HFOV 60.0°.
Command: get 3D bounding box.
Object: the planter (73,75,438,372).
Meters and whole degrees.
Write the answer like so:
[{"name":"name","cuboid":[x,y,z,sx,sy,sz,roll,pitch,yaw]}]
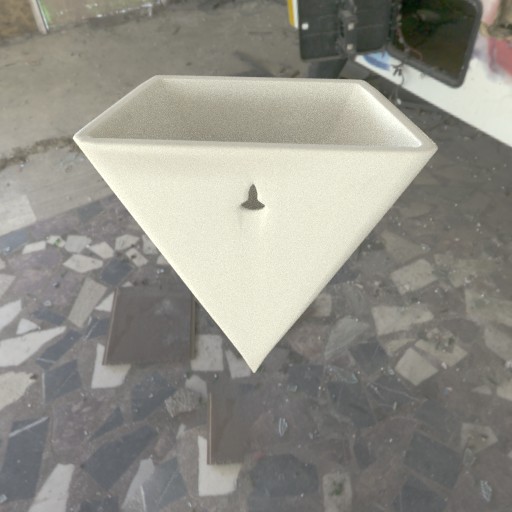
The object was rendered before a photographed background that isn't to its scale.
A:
[{"name":"planter","cuboid":[0.000,0.000,0.271,0.150,0.197,0.060,2,48,2]}]
